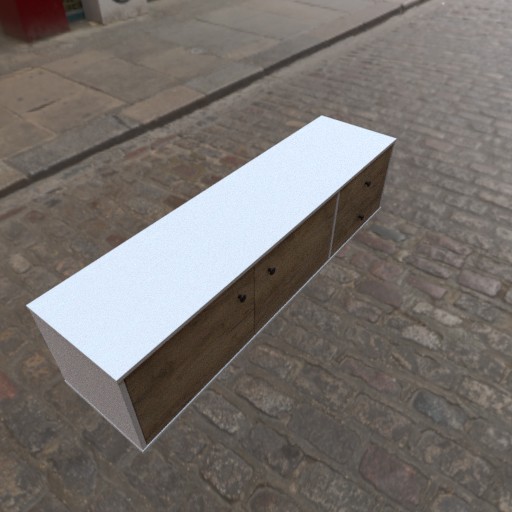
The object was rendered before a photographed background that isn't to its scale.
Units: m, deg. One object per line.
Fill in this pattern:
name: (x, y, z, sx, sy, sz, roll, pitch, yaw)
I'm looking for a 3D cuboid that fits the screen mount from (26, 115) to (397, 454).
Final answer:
screen mount: (0.000, 0.000, 1.813, 0.418, 0.520, 1.600, 27, 49, 27)
